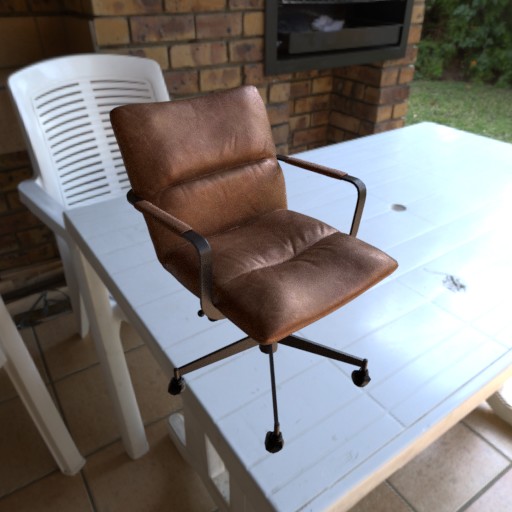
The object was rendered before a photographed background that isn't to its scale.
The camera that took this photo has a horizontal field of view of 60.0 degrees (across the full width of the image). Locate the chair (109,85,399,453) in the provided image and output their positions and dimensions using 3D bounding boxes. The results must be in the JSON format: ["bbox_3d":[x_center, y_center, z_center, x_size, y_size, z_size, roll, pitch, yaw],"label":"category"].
[{"bbox_3d":[0.000,0.000,1.477,0.727,0.922,0.754,-24,39,-33],"label":"chair"}]
